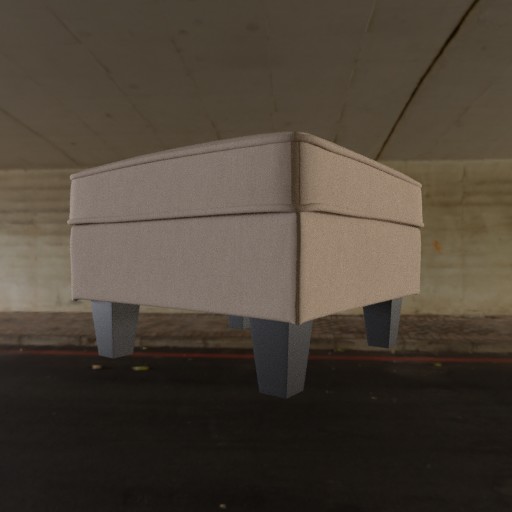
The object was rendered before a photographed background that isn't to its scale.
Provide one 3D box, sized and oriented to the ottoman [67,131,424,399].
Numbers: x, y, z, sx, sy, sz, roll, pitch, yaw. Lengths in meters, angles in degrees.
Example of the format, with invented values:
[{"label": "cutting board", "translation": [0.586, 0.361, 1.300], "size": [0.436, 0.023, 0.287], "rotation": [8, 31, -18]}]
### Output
[{"label": "ottoman", "translation": [0.000, 0.000, 1.032], "size": [0.616, 0.438, 0.613], "rotation": [0, 1, 36]}]
